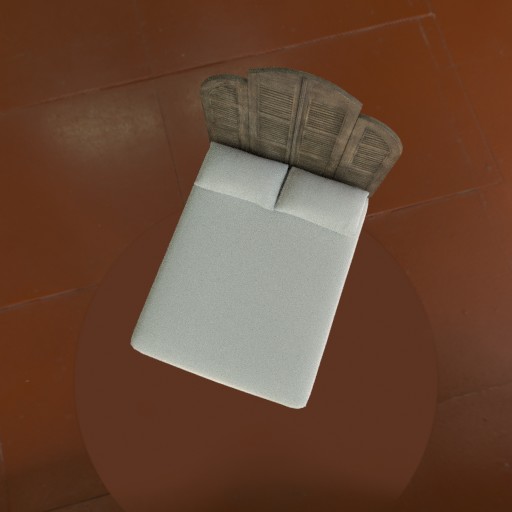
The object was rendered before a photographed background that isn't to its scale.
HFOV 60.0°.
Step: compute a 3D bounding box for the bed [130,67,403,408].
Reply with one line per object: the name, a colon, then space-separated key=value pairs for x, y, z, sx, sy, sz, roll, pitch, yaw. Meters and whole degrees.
bed: x=0.000 y=0.000 z=3.600 sx=1.713 sy=2.019 sz=2.138 roll=19 pitch=77 yaw=4
